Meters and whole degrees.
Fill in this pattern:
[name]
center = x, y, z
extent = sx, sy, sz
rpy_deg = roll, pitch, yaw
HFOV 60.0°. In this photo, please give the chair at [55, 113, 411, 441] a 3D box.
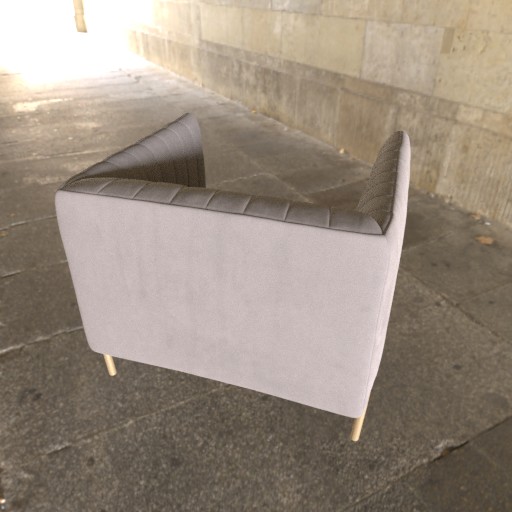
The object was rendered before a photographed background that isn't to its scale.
[chair]
center = 0.000, 0.000, 1.610
extent = 0.981, 0.779, 0.873
rpy_deg = 10, 33, 15
